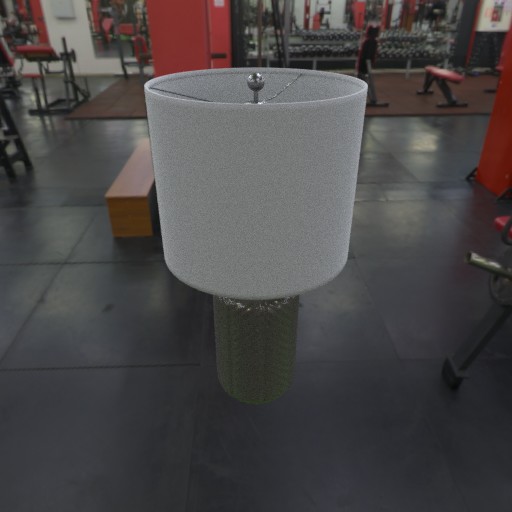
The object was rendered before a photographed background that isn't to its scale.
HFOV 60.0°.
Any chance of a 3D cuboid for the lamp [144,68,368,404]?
[{"bbox_3d":[0.000,0.000,0.505,0.203,0.389,0.203,0,30,0],"label":"lamp"}]
